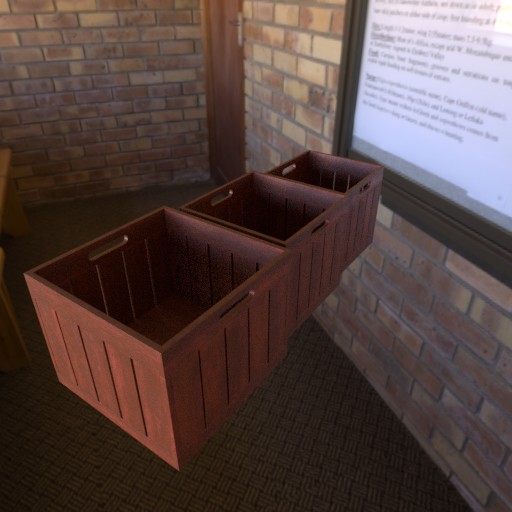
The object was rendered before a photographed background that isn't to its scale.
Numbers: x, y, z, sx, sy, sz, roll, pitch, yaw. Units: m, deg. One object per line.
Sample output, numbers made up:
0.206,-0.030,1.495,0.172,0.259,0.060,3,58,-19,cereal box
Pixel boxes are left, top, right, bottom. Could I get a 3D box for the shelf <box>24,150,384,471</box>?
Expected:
0.000,0.000,1.247,0.393,0.311,1.064,21,37,30,shelf
